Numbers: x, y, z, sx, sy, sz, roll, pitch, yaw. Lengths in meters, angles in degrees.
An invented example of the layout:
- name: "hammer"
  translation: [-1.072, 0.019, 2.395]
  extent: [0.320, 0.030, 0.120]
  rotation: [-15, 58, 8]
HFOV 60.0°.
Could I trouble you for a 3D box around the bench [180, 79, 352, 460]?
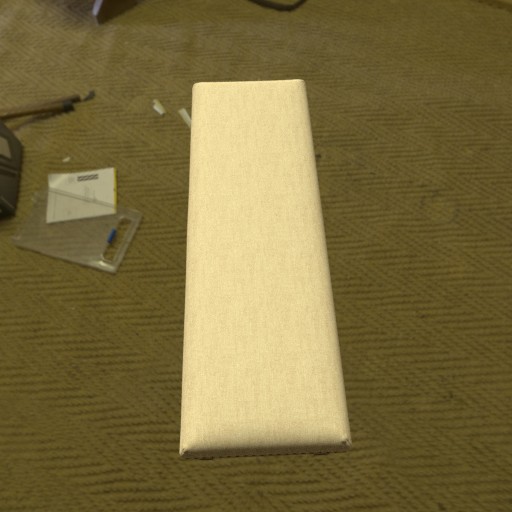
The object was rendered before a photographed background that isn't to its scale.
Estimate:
- name: "bench"
  translation: [0.000, 0.000, 1.466]
  extent: [0.410, 0.457, 1.219]
  rotation: [-2, 63, -1]
